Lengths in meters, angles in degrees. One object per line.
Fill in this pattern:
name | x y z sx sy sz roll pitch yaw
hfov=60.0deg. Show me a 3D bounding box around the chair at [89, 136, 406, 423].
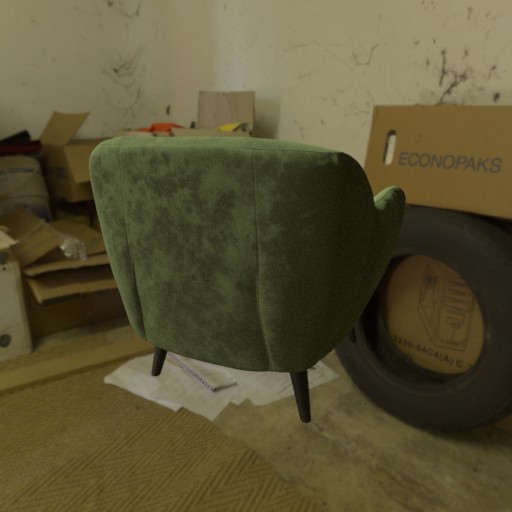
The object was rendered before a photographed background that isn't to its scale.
chair | 0.000 0.000 1.493 0.840 0.804 0.819 8 19 25
